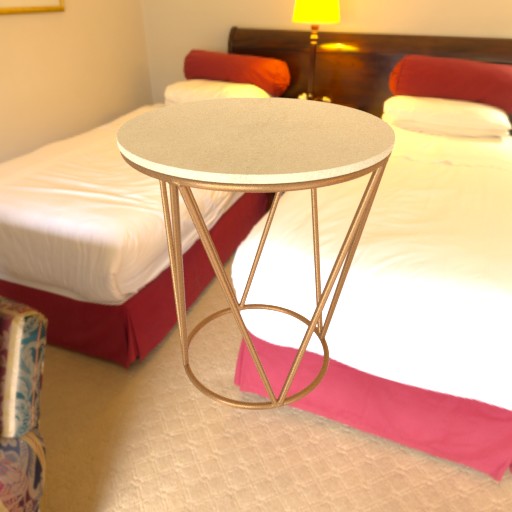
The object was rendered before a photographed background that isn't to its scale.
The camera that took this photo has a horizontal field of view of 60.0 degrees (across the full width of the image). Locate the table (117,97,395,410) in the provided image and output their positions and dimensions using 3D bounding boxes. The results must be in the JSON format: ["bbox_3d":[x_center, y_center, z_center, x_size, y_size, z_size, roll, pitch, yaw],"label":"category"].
[{"bbox_3d":[0.000,0.000,0.968,0.500,0.564,0.500,0,31,0],"label":"table"}]
